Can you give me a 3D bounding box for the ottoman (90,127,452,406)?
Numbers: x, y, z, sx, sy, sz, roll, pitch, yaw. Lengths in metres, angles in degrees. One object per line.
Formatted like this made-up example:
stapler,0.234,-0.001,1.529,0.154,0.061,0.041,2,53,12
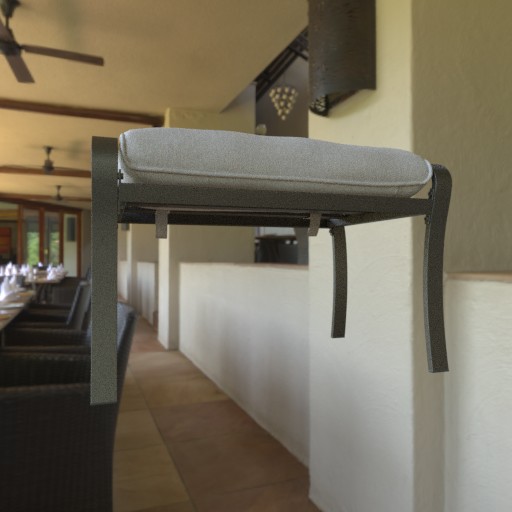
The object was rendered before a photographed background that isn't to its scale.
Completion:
ottoman,0.000,0.000,0.892,0.610,0.422,0.406,0,-1,-18
